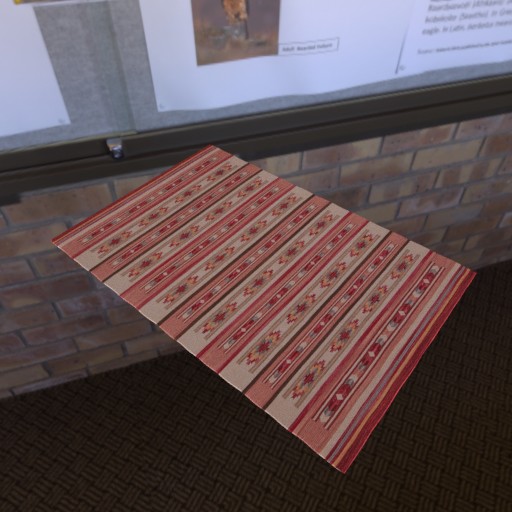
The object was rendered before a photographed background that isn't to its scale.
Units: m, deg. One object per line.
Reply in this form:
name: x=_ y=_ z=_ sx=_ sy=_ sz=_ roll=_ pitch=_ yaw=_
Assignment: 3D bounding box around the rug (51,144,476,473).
rug: x=0.000 y=0.000 z=2.264 sx=1.817 sy=0.008 sz=1.223 roll=31 pitch=53 yaw=27
